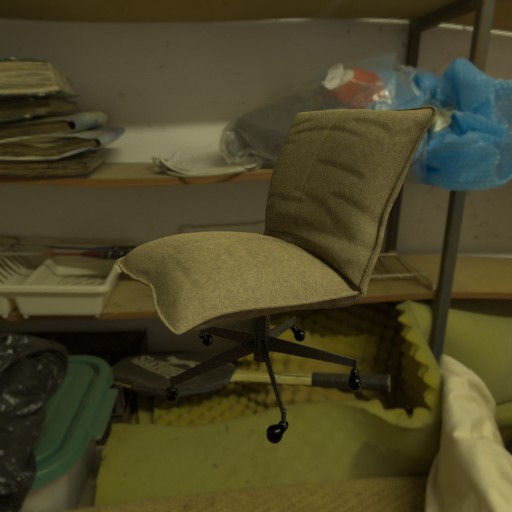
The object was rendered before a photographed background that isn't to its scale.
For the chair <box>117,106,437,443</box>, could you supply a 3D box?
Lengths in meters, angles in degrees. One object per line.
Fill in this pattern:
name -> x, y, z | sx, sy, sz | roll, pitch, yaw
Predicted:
chair -> 0.000, 0.000, 1.275 | 0.696, 0.811, 0.597 | -9, 19, -26
